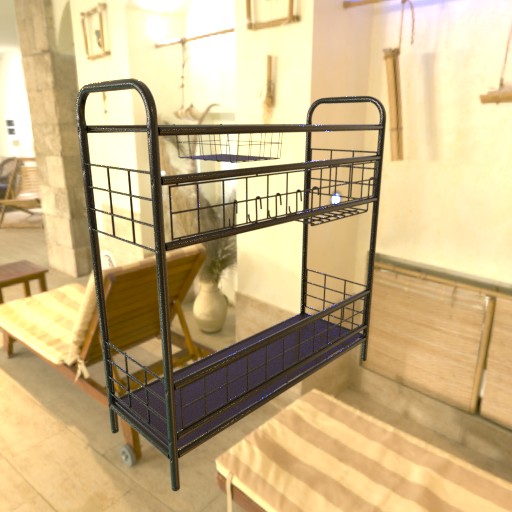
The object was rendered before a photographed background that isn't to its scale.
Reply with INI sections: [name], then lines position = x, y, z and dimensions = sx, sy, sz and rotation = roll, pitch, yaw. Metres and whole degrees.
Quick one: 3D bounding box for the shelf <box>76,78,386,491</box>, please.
[shelf]
position = 0.000, 0.000, 1.463
dimensions = 0.350, 1.026, 0.961
rotation = 16, 23, 42
